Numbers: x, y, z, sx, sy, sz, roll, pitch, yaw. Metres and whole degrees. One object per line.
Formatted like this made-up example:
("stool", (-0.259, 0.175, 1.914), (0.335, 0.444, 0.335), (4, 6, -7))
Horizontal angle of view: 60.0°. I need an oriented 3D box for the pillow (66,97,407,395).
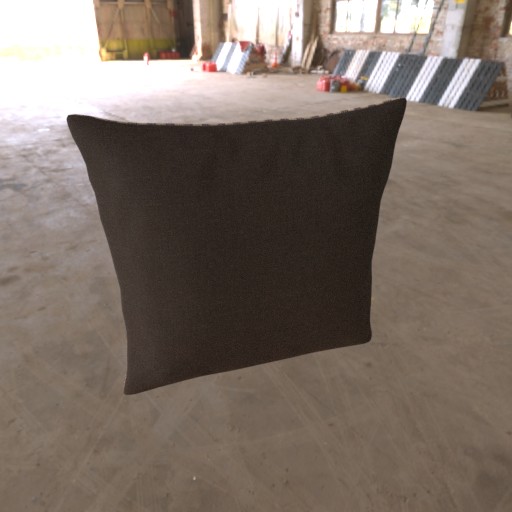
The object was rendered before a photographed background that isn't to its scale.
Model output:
("pillow", (0.000, 0.000, 0.770), (0.523, 0.506, 0.166), (-8, 29, -15))
